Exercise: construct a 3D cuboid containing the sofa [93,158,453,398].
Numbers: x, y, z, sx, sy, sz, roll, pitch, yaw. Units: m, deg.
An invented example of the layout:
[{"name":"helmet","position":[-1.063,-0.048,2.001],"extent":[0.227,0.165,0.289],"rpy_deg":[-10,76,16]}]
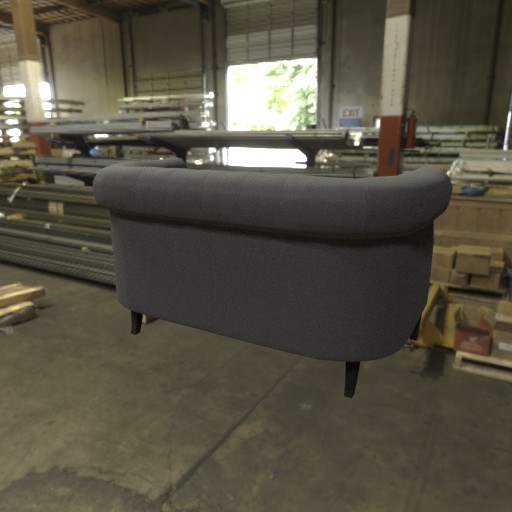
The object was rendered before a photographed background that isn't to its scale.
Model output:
[{"name":"sofa","position":[0.000,0.000,2.043],"extent":[1.558,0.827,0.835],"rpy_deg":[9,18,28]}]
